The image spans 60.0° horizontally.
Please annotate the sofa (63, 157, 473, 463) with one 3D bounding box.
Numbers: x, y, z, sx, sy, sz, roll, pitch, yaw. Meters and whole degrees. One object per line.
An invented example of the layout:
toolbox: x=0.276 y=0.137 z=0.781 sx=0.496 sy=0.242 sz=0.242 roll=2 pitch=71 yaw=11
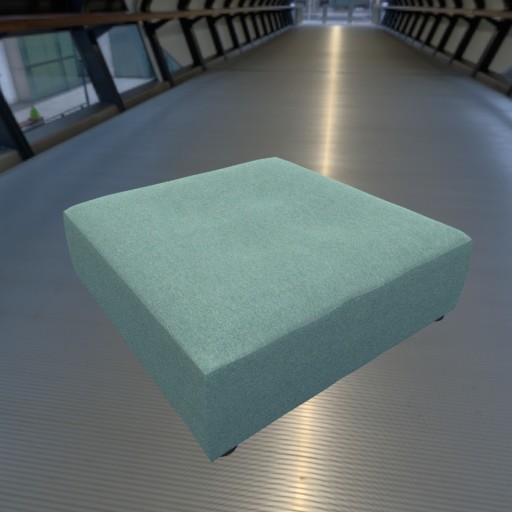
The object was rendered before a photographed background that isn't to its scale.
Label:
sofa: x=0.000 y=0.000 z=1.439 sx=0.930 sy=0.330 sz=0.930 roll=-21 pitch=36 yaw=-31
